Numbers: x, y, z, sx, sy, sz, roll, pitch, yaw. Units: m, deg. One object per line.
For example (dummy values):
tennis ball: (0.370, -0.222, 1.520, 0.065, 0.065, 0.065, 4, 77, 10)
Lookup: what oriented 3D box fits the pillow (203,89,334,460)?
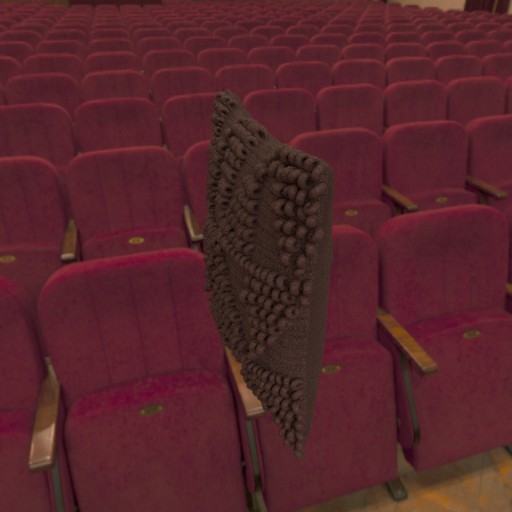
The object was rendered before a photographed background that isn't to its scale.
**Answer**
pillow: (0.000, 0.000, 0.746, 0.172, 0.467, 0.470, -8, 31, -14)
